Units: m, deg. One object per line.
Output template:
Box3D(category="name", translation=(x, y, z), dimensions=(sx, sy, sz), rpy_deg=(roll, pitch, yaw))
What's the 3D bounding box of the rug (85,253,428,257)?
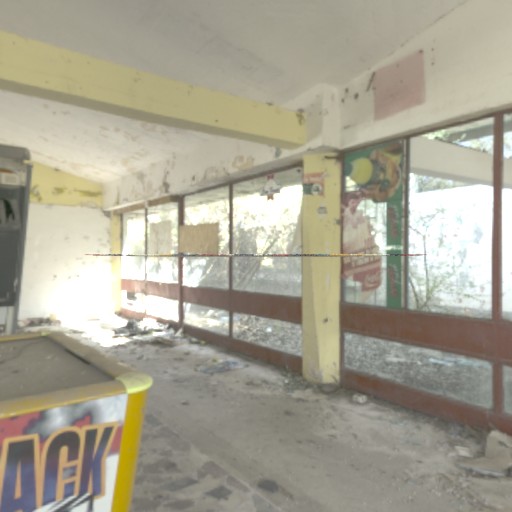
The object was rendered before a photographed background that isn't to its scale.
Box3D(category="rug", translation=(0.000, 0.000, 3.046), dimensions=(1.465, 0.012, 2.465), rpy_deg=(0, 0, 0))
